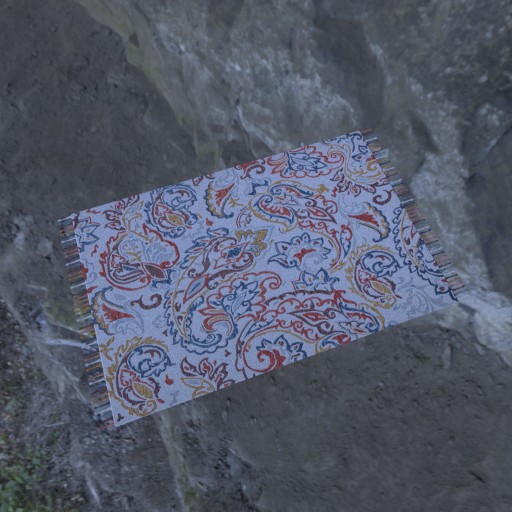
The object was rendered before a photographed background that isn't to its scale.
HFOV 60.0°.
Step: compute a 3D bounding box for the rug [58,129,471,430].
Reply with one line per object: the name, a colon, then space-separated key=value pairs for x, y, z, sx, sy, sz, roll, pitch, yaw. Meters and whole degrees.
rug: x=0.000 y=0.000 z=2.443 sx=1.997 sy=0.010 sz=1.218 roll=-18 pitch=66 yaw=-8
